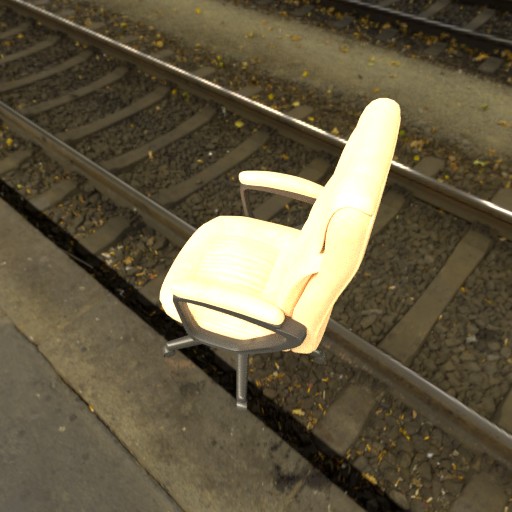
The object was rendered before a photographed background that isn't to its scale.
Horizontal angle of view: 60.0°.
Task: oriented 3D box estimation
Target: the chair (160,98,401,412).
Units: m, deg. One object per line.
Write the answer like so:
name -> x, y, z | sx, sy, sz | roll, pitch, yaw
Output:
chair -> 0.000, 0.000, 1.550 | 0.724, 1.105, 0.667 | 15, 49, 13
